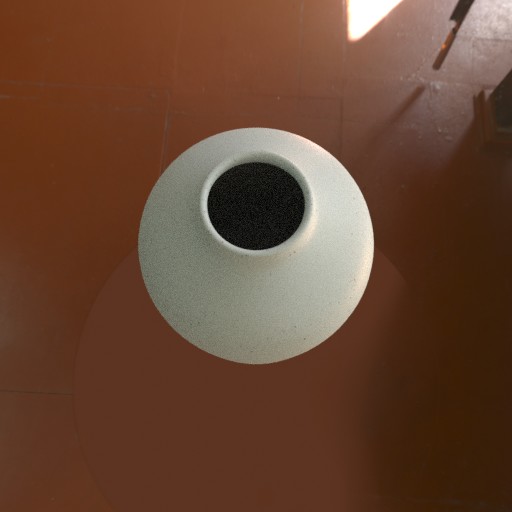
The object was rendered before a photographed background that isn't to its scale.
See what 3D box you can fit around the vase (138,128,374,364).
[{"bbox_3d":[0.000,0.000,0.359,0.169,0.240,0.169,0,76,0],"label":"vase"}]
